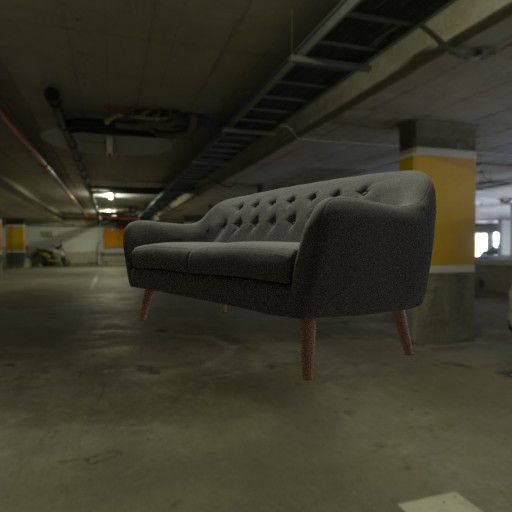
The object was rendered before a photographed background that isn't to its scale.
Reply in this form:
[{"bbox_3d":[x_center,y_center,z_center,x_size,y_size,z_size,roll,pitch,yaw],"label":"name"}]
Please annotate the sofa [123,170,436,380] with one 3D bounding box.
[{"bbox_3d":[0.000,0.000,2.328,0.820,0.820,1.840,-1,2,-36],"label":"sofa"}]
